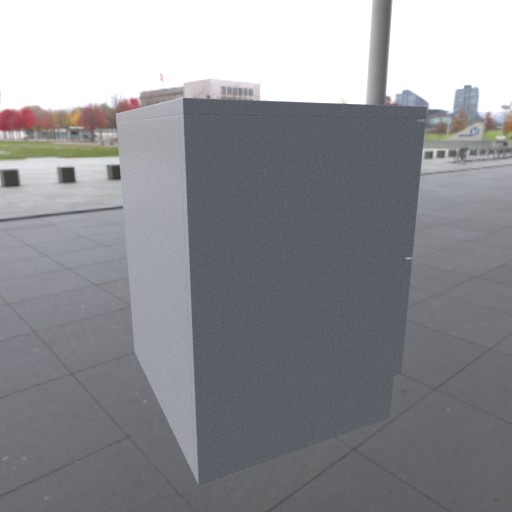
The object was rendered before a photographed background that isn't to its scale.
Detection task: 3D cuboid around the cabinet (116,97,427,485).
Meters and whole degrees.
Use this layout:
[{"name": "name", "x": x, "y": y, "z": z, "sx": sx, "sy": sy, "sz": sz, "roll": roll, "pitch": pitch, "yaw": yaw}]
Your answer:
[{"name": "cabinet", "x": 0.000, "y": 0.000, "z": 0.755, "sx": 0.360, "sy": 0.470, "sz": 0.400, "roll": -7, "pitch": 17, "yaw": -25}]
